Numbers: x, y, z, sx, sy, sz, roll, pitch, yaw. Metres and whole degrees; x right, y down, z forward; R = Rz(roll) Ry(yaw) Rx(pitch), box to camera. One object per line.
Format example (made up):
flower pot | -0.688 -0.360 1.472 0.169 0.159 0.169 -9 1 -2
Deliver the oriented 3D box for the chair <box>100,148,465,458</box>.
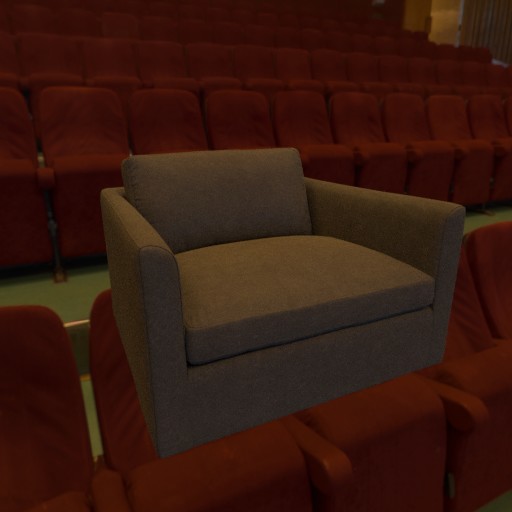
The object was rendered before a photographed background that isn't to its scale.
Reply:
chair | 0.000 0.000 1.855 1.190 0.845 1.091 -9 19 -26
